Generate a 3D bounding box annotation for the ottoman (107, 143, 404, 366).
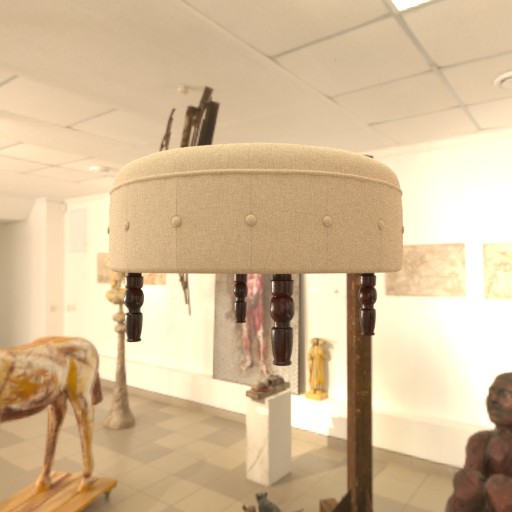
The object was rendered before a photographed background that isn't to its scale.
[{"bbox_3d":[0.000,0.000,1.345,0.848,0.494,0.848,0,-1,0],"label":"ottoman"}]
